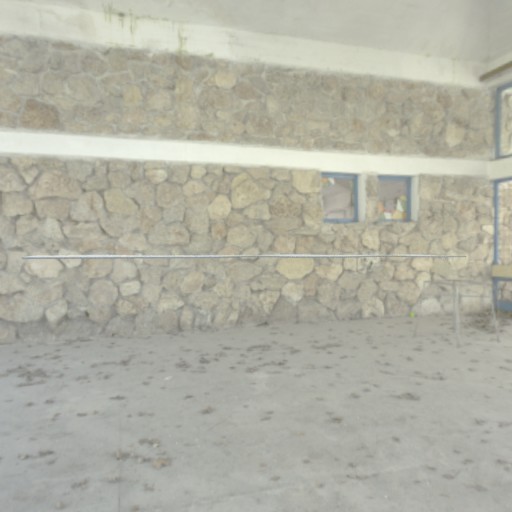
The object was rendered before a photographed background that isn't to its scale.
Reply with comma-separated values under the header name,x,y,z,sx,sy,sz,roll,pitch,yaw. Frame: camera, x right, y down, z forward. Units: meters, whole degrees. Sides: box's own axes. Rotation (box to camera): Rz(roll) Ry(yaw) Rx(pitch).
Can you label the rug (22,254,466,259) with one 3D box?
name,x,y,z,sx,sy,sz,roll,pitch,yaw
rug,0.000,0.000,2.718,2.439,0.013,0.762,0,1,-16
